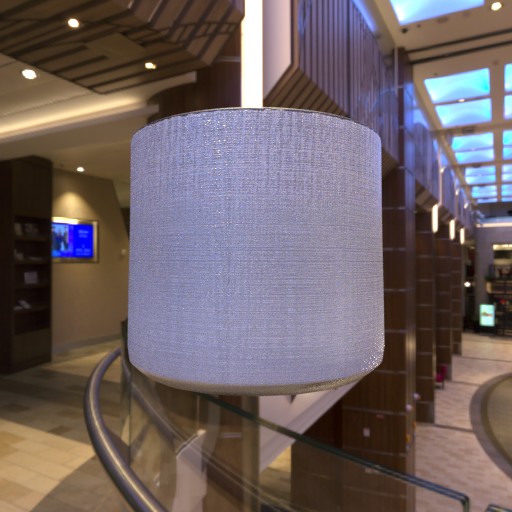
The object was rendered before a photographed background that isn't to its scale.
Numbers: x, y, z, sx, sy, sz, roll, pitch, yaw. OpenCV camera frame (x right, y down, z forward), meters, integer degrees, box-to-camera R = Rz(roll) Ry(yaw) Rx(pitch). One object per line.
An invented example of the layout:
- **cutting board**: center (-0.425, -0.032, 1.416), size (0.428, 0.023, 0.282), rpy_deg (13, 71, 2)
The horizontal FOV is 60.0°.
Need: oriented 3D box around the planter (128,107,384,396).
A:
- **planter**: center (0.000, 0.000, 0.226), size (0.125, 0.112, 0.125), rpy_deg (0, -1, 0)
